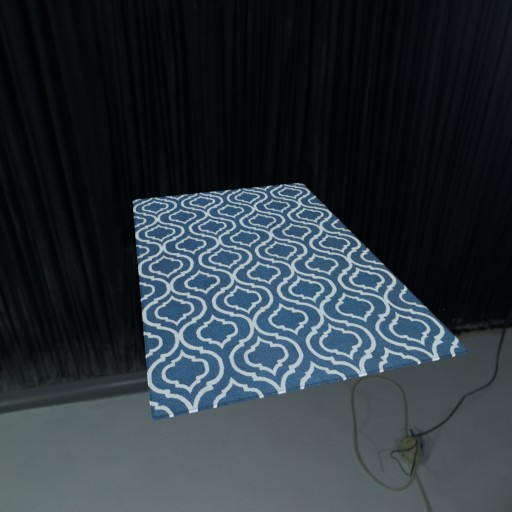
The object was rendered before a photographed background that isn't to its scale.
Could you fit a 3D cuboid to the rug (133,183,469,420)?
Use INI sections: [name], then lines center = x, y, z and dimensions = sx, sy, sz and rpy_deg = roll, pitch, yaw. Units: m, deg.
[rug]
center = 0.000, 0.000, 2.217
dimensions = 1.143, 0.010, 1.753
rpy_deg = -8, 31, -13
